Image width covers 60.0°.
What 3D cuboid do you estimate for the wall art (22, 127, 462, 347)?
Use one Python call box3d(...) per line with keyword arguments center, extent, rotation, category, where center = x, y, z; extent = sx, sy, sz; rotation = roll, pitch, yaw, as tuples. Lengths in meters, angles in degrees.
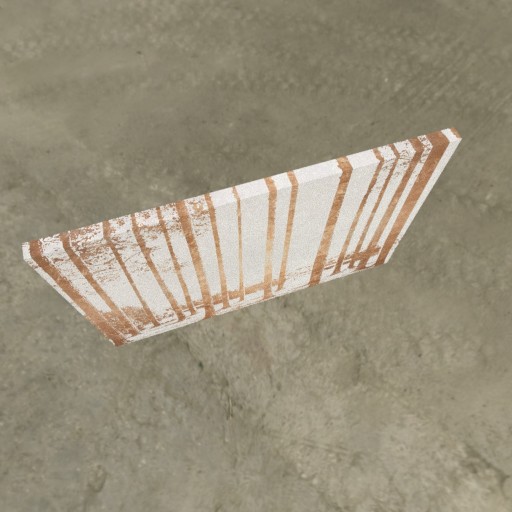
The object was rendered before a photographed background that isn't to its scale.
box3d(center=(0.000, 0.000, 1.160), extent=(0.914, 0.609, 0.035), rotation=(-16, 64, -8), category="wall art")
